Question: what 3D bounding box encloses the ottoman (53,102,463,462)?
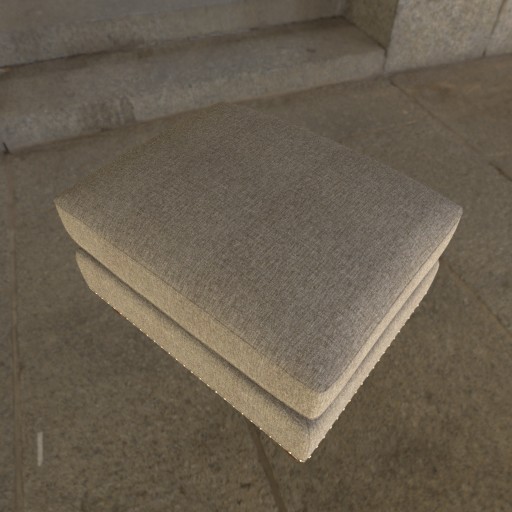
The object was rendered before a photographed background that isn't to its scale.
[{"bbox_3d":[0.000,0.000,1.113,0.741,0.513,0.584,32,55,25],"label":"ottoman"}]
